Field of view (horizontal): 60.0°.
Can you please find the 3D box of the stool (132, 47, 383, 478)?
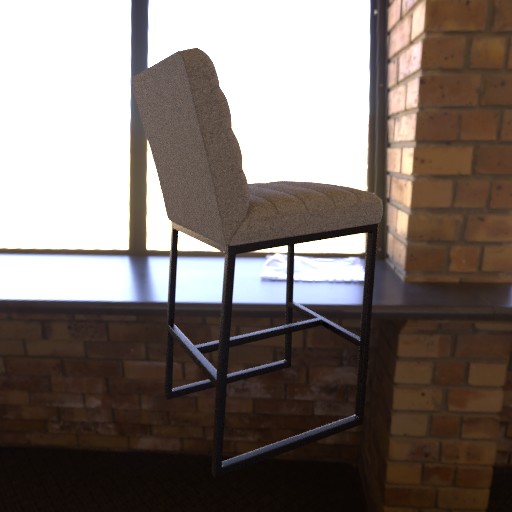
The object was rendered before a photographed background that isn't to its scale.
[{"bbox_3d":[0.000,0.000,1.315,0.571,1.034,0.459,-7,15,-27],"label":"stool"}]
